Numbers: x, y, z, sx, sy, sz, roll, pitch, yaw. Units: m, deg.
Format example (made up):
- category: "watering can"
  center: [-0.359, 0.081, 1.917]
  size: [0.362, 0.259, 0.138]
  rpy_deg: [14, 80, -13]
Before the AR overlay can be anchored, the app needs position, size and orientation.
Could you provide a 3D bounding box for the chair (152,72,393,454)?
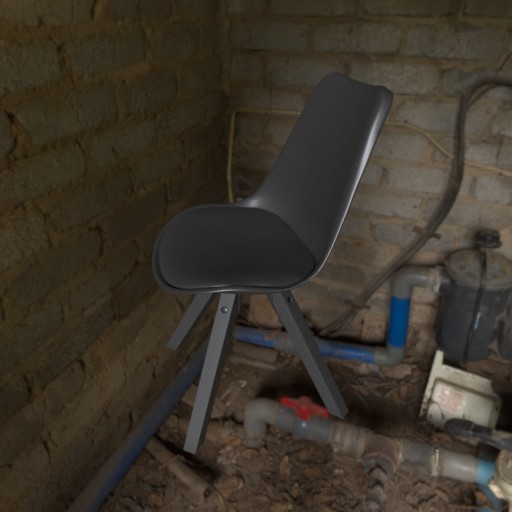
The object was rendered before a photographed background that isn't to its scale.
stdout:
- category: "chair"
  center: [0.000, 0.000, 1.157]
  size: [0.530, 0.850, 0.485]
  rpy_deg: [-8, 31, -14]
